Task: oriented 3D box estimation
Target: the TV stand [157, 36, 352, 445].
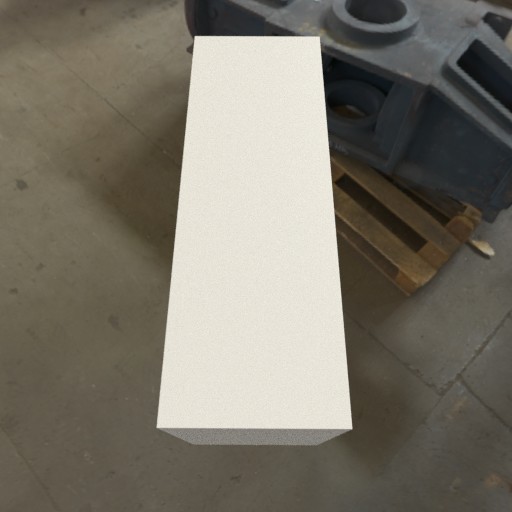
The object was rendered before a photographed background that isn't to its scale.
[{"bbox_3d":[0.000,0.000,1.544,0.406,0.812,1.193,0,64,0],"label":"TV stand"}]
